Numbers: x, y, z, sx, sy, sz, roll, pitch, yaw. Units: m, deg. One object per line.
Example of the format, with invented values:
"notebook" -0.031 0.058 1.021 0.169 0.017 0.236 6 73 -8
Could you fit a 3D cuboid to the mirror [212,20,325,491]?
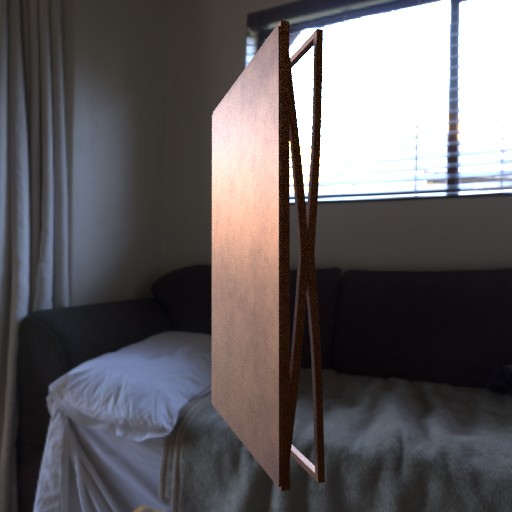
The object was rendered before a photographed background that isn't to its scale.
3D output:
"mirror" 0.000 0.000 0.954 0.082 0.768 0.468 0 -1 -19
